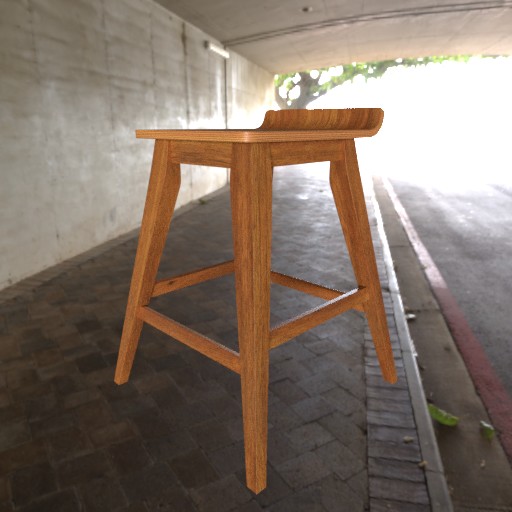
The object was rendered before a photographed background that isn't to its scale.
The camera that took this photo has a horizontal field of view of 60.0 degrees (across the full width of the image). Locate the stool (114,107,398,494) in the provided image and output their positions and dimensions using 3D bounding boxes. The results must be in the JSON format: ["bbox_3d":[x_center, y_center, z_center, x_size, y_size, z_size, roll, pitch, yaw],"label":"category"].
[{"bbox_3d":[0.000,0.000,1.013,0.500,0.650,0.500,16,23,42],"label":"stool"}]
